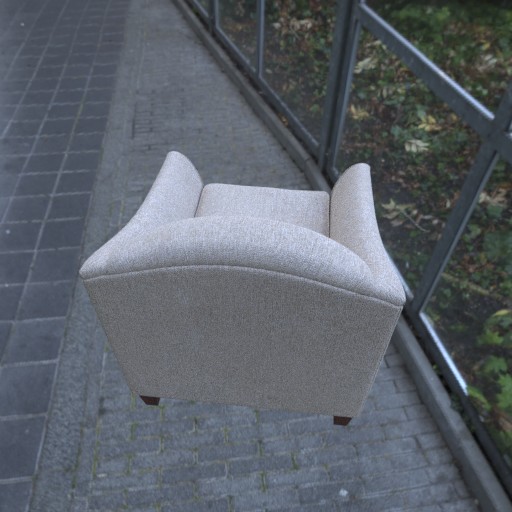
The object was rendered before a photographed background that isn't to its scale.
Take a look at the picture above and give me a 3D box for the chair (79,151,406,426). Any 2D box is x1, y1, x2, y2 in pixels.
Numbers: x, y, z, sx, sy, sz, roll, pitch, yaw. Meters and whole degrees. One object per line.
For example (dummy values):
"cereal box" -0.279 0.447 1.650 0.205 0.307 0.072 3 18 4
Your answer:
"chair" 0.000 0.000 1.477 0.763 0.839 0.787 5 46 4
